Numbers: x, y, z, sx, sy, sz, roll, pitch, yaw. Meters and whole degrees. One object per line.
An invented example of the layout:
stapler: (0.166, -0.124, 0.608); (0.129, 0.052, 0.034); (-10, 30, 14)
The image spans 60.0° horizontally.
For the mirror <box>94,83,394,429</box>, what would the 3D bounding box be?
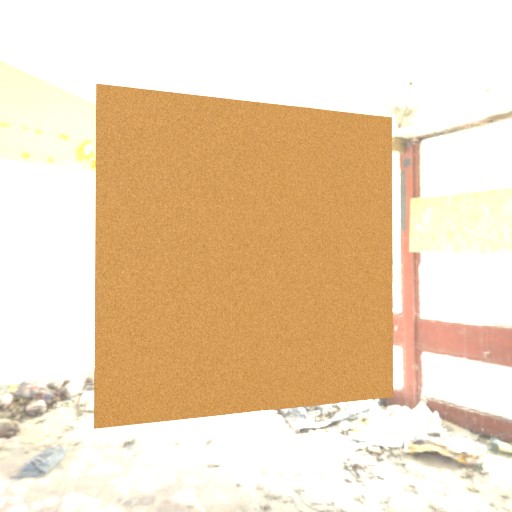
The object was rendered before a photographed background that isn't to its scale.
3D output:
mirror: (0.000, 0.000, 1.180); (0.804, 0.804, 0.061); (0, -1, -17)
